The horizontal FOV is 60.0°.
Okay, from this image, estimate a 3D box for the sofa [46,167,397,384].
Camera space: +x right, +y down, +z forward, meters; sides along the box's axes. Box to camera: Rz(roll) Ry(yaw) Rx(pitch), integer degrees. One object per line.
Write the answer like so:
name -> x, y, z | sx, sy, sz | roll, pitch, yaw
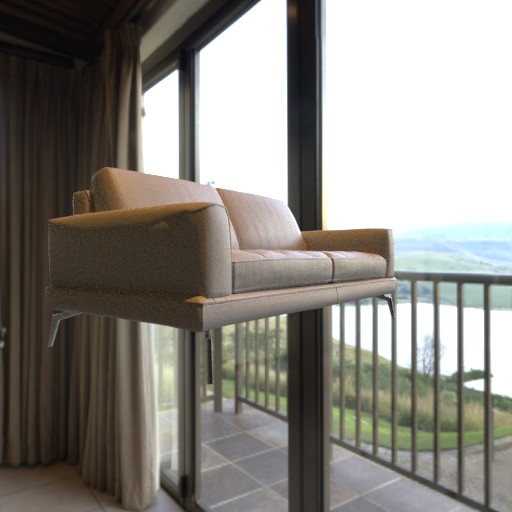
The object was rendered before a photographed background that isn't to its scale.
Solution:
sofa -> 0.000, 0.000, 2.766 | 1.121, 0.930, 2.177 | 0, 0, 36
